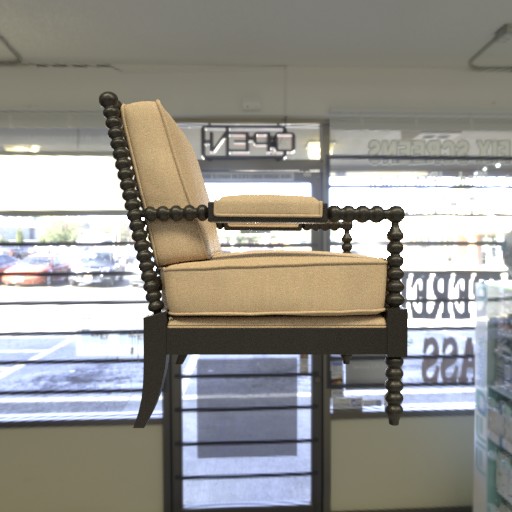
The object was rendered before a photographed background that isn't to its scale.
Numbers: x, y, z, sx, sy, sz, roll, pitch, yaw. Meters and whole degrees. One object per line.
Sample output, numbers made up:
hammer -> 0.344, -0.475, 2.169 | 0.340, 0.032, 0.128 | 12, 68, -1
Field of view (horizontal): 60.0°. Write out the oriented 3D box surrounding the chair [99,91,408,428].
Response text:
chair -> 0.000, 0.000, 1.176 | 0.657, 0.703, 0.555 | 0, 1, 0
